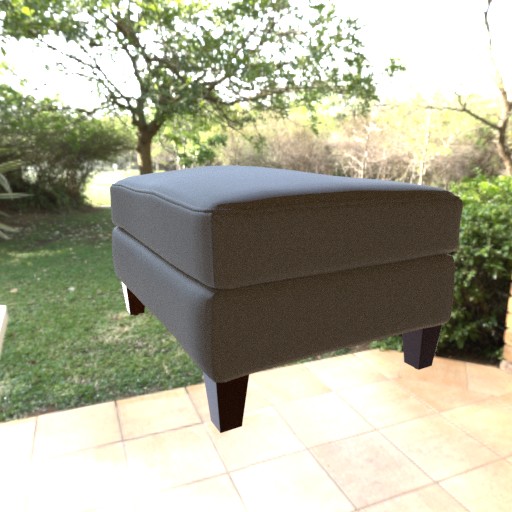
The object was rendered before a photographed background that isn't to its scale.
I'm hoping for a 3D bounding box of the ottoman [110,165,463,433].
[{"bbox_3d":[0.000,0.000,1.211,0.634,0.479,0.818,-7,15,-28],"label":"ottoman"}]
